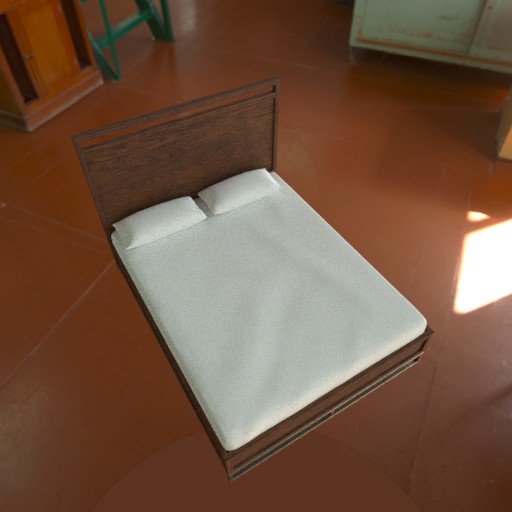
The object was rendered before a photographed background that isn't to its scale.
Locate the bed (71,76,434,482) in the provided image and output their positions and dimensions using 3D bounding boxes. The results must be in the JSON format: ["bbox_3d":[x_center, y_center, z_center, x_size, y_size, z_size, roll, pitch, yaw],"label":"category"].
[{"bbox_3d":[0.000,0.000,3.396,1.765,1.487,2.218,-24,52,-20],"label":"bed"}]
